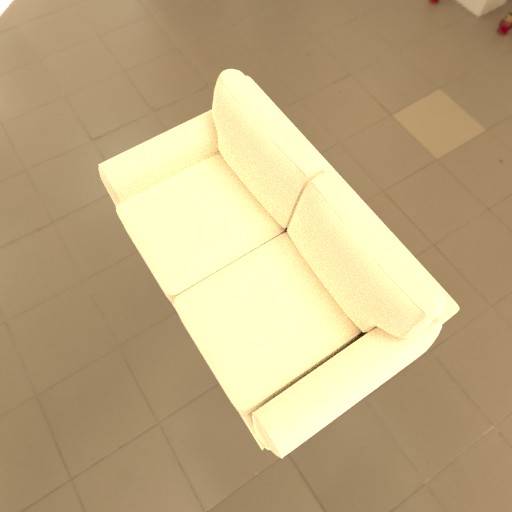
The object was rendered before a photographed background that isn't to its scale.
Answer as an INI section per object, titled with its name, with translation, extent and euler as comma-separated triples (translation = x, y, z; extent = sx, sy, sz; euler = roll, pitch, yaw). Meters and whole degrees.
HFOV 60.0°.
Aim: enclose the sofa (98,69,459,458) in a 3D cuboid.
[sofa]
translation = 0.000, 0.000, 2.317
extent = 0.991, 0.940, 1.727
euler = -31, 68, -14
